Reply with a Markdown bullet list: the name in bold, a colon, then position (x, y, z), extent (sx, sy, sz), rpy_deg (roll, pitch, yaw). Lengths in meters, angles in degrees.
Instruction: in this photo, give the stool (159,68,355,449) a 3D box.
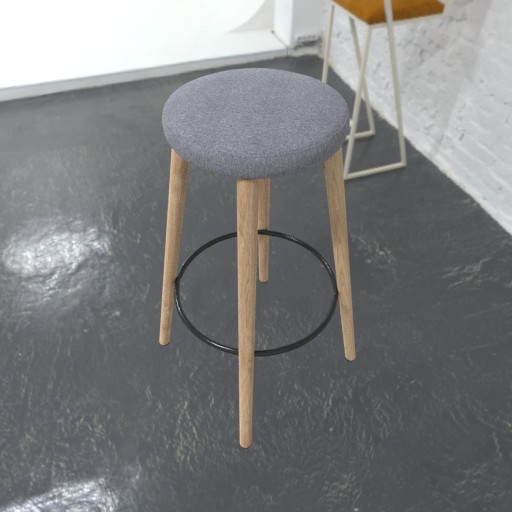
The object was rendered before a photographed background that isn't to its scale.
- **stool**: position (0.000, 0.000, 1.010), extent (0.410, 0.770, 0.410), rpy_deg (-30, 53, -27)
